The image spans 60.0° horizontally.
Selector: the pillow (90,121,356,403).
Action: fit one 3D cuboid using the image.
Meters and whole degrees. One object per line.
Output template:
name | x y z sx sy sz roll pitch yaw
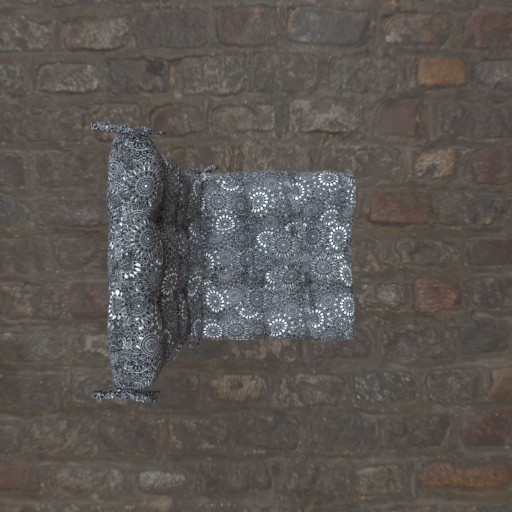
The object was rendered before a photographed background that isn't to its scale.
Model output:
pillow | 0.000 0.000 1.033 0.571 0.605 0.519 0 91 0
